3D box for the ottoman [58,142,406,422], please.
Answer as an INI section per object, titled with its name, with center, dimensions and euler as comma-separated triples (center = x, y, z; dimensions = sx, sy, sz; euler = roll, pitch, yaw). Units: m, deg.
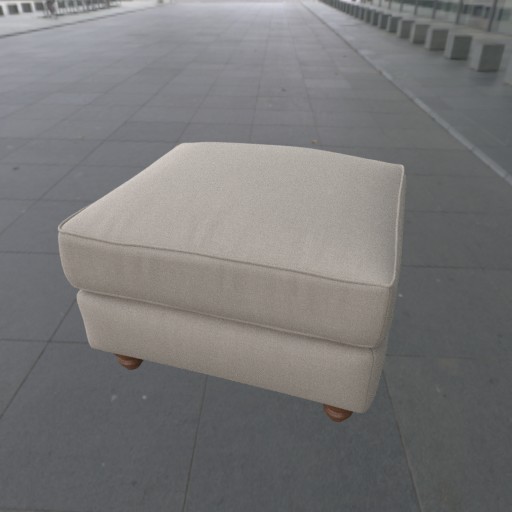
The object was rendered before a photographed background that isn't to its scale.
[ottoman]
center = 0.000, 0.000, 1.186
dimensions = 0.716, 0.505, 0.662
euler = 9, 33, 15
